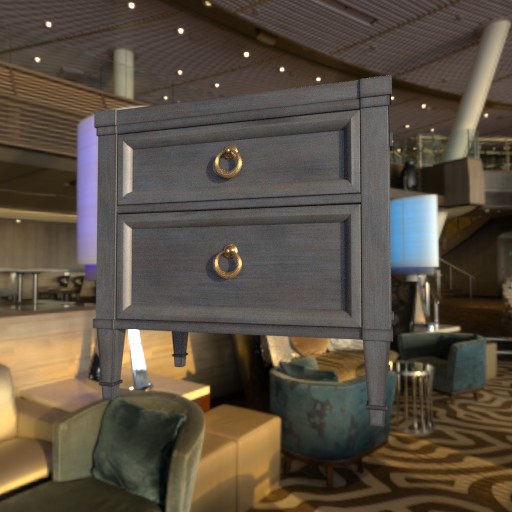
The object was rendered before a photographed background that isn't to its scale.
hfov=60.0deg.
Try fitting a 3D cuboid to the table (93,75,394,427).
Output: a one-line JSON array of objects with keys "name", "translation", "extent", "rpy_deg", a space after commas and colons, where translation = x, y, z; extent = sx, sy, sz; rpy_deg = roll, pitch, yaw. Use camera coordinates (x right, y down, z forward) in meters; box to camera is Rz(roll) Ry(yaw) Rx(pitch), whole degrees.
[{"name": "table", "translation": [0.000, 0.000, 1.112], "extent": [0.660, 0.660, 0.413], "rpy_deg": [-1, -2, 17]}]
